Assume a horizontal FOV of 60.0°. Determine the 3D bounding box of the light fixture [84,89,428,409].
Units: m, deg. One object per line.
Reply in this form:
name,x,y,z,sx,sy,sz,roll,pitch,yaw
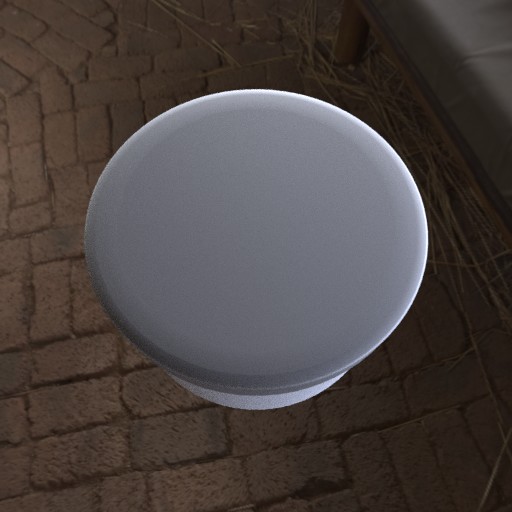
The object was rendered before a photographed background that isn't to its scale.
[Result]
light fixture,0.000,0.000,0.613,0.393,0.229,0.393,0,65,0
